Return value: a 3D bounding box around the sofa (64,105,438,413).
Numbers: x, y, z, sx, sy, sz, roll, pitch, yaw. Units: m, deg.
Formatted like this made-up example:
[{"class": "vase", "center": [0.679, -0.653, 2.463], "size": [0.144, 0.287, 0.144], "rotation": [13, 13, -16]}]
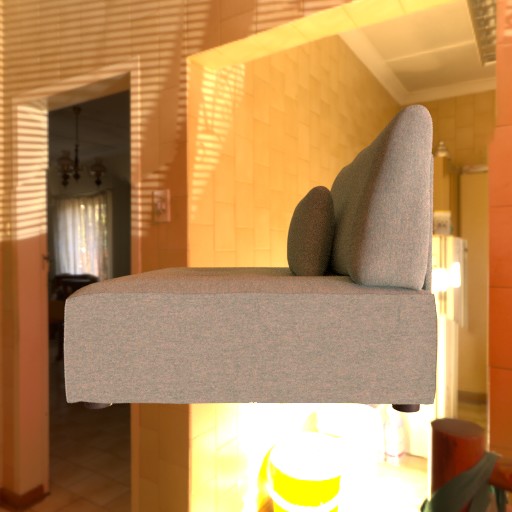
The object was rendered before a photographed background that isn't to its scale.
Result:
[{"class": "sofa", "center": [0.000, 0.000, 1.621], "size": [1.000, 0.820, 0.930], "rotation": [0, 1, 1]}]
